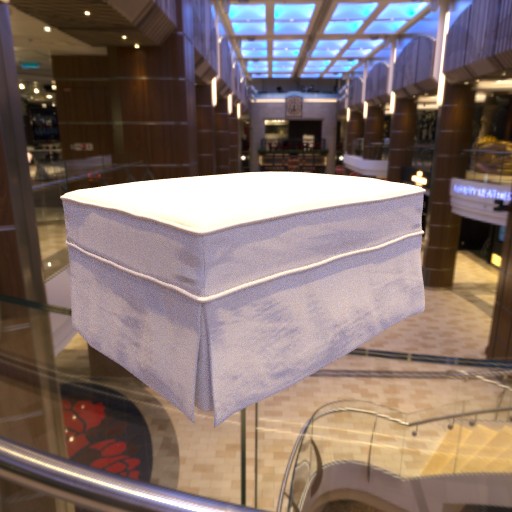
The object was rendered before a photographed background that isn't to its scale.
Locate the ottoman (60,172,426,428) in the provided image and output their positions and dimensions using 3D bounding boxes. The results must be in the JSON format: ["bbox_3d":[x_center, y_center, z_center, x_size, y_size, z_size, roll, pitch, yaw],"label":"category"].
[{"bbox_3d":[0.000,0.000,1.359,0.944,0.479,0.703,-14,21,-42],"label":"ottoman"}]
